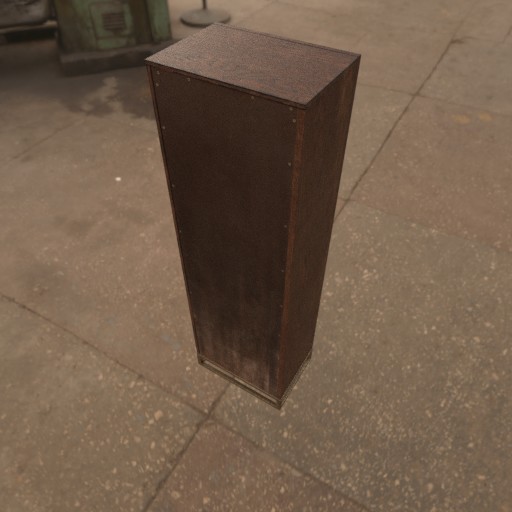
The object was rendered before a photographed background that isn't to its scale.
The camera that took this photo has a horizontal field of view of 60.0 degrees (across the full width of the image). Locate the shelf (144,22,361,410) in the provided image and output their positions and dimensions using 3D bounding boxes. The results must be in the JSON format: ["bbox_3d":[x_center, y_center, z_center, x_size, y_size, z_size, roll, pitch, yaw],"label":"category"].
[{"bbox_3d":[0.000,0.000,1.954,0.539,1.732,0.395,24,50,21],"label":"shelf"}]
